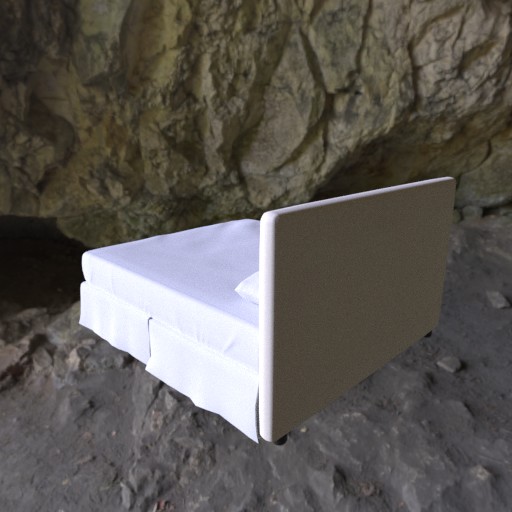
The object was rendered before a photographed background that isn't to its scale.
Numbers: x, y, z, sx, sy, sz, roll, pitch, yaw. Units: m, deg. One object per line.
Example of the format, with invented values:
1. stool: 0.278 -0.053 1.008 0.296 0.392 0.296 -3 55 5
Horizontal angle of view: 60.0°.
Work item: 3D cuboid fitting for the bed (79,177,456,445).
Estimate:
1. bed: 0.000 0.000 3.632 2.119 1.317 2.341 -16 23 -43
